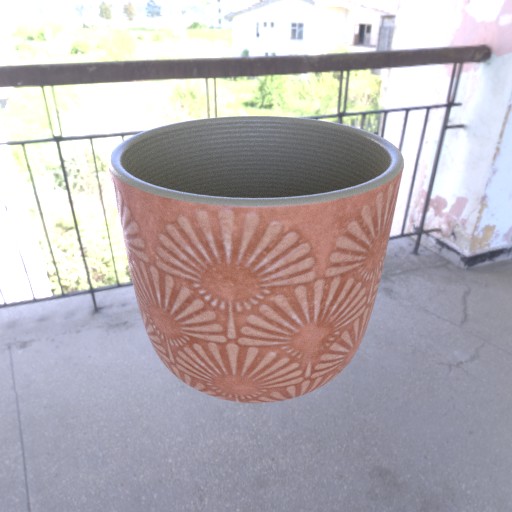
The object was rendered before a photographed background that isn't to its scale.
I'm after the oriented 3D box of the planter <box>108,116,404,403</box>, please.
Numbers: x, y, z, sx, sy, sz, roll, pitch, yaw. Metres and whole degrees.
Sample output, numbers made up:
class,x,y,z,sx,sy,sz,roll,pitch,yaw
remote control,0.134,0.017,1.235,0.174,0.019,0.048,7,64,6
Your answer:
class,x,y,z,sx,sy,sz,roll,pitch,yaw
planter,0.000,0.000,0.219,0.124,0.109,0.124,0,30,0
